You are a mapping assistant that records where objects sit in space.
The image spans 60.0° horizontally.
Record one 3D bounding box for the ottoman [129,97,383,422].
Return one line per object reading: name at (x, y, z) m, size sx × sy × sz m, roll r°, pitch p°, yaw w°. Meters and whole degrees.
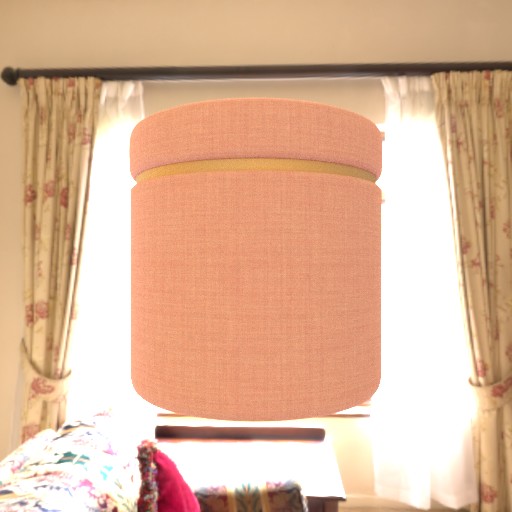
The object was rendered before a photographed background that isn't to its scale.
ottoman at (0.000, 0.000, 0.725) m, size 0.400 × 0.406 × 0.400 m, roll 0°, pitch 0°, yaw 0°
